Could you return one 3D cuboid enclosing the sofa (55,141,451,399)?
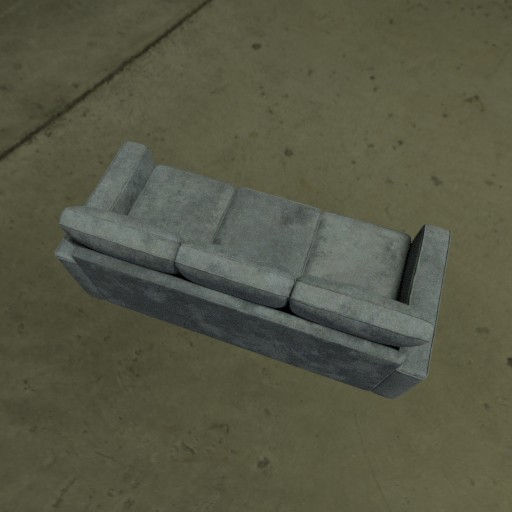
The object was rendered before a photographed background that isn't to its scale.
[{"bbox_3d":[0.000,0.000,2.698,2.133,0.965,0.939,17,63,9],"label":"sofa"}]
